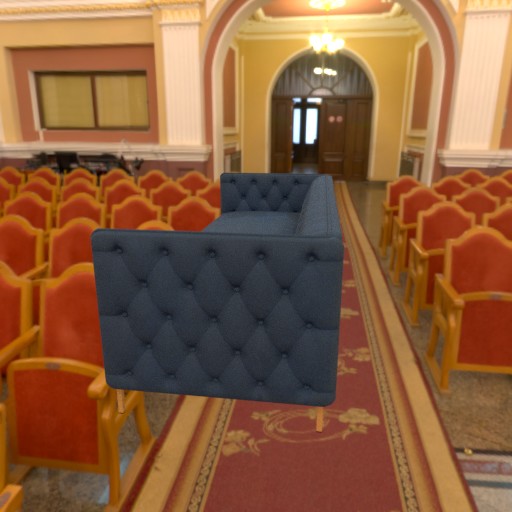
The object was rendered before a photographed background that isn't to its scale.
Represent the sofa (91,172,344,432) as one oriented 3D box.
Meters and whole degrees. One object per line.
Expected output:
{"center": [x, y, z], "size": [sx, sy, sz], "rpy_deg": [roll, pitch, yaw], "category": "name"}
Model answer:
{"center": [0.000, 0.000, 2.610], "size": [0.895, 0.771, 2.209], "rpy_deg": [2, 16, 8], "category": "sofa"}
